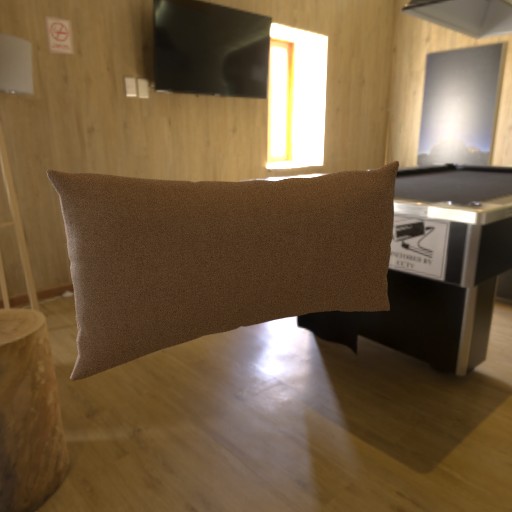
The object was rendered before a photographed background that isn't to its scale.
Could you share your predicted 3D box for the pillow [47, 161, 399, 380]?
[{"bbox_3d":[0.000,0.000,0.744,0.612,0.308,0.148,-8,18,-25],"label":"pillow"}]
